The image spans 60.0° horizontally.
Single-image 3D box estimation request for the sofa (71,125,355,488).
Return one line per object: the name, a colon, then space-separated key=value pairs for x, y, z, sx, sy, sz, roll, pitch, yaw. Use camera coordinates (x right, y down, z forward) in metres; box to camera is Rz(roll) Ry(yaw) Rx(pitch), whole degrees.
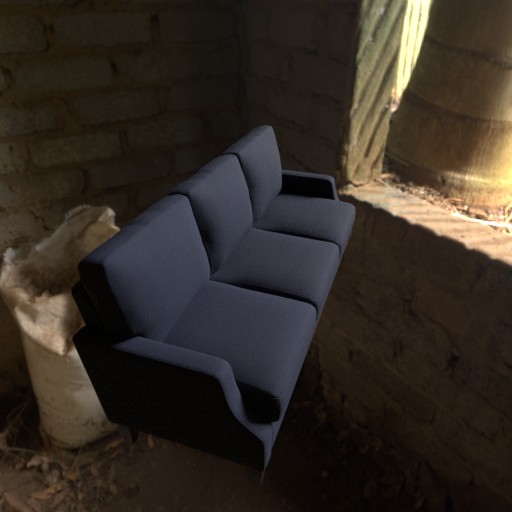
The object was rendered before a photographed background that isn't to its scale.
sofa: x=0.000 y=0.000 z=2.560 sx=0.888 sy=0.984 sz=2.115 roll=10 pitch=33 yaw=17
